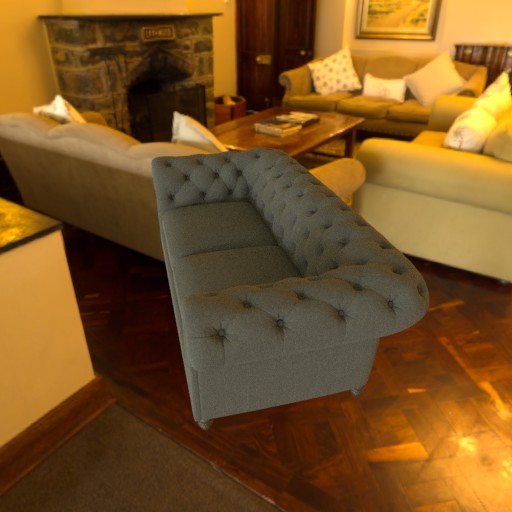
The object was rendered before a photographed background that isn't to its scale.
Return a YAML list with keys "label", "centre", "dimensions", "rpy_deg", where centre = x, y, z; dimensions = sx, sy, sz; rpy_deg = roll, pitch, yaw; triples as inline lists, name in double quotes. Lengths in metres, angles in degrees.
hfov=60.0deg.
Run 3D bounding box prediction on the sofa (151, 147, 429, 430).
- label: "sofa"
  centre: [0.000, 0.000, 2.508]
  dimensions: [0.986, 0.764, 1.998]
  rpy_deg: [-8, 30, -13]
